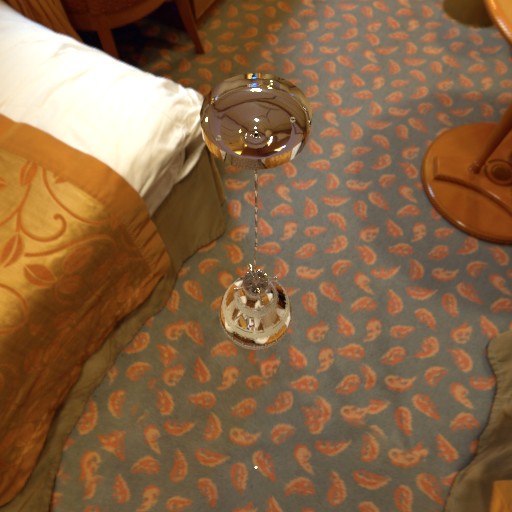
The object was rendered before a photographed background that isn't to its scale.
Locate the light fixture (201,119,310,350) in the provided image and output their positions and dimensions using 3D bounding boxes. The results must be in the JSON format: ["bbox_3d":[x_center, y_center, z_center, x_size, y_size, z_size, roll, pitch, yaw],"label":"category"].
[{"bbox_3d":[0.000,0.000,1.635,0.374,1.457,0.374,-16,66,-7],"label":"light fixture"}]
